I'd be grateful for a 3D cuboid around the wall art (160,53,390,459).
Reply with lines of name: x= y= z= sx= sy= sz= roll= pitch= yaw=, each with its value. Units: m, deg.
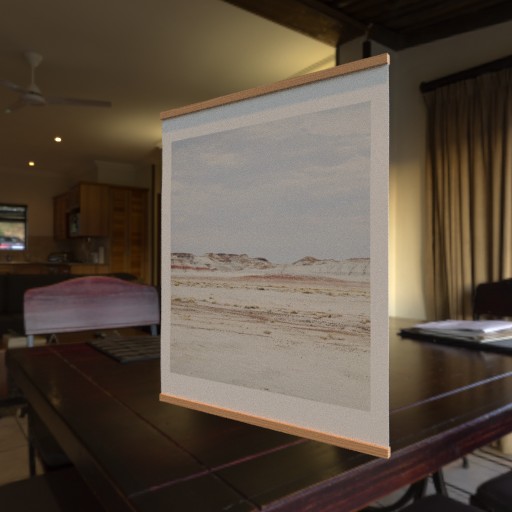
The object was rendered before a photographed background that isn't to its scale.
wall art: x=0.000 y=0.000 z=0.671 sx=0.404 sy=0.507 sz=0.010 roll=0 pitch=0 yaw=34
